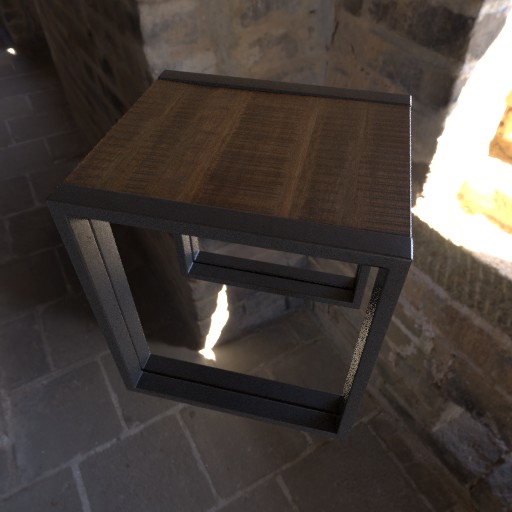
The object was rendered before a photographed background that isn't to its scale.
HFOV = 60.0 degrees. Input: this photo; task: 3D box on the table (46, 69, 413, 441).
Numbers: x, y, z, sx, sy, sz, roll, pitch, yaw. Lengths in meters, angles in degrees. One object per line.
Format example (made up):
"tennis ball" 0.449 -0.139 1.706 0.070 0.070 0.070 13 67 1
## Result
"table" 0.000 0.000 0.926 0.500 0.550 0.449 10 46 9
